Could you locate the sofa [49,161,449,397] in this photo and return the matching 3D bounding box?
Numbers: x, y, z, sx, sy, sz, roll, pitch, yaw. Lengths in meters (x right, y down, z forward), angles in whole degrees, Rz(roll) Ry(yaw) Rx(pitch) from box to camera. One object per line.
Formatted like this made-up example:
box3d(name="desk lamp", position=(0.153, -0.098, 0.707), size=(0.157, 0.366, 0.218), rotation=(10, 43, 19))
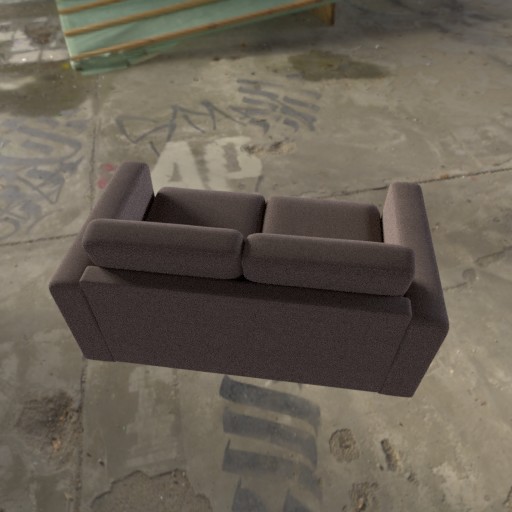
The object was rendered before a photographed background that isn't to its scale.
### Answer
box3d(name="sofa", position=(0.000, 0.000, 2.055), size=(1.520, 0.800, 0.900), rotation=(5, 47, 5))
